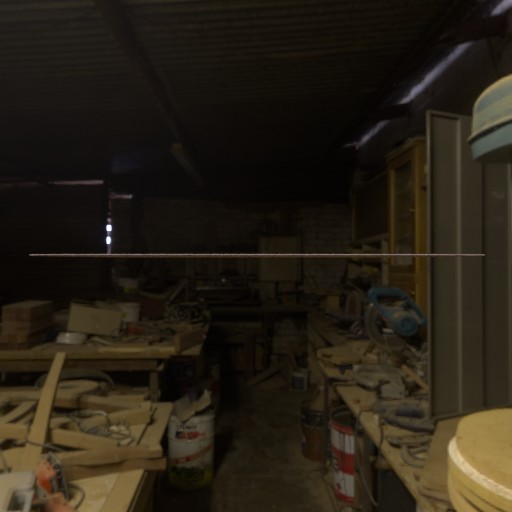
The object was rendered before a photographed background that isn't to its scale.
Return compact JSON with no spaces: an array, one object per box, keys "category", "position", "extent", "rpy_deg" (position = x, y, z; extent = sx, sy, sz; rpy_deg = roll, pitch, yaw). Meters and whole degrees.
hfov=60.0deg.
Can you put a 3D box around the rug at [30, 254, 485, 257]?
[{"category":"rug","position":[0.000,0.000,4.383],"extent":[3.294,0.018,2.382],"rpy_deg":[0,0,-2]}]
